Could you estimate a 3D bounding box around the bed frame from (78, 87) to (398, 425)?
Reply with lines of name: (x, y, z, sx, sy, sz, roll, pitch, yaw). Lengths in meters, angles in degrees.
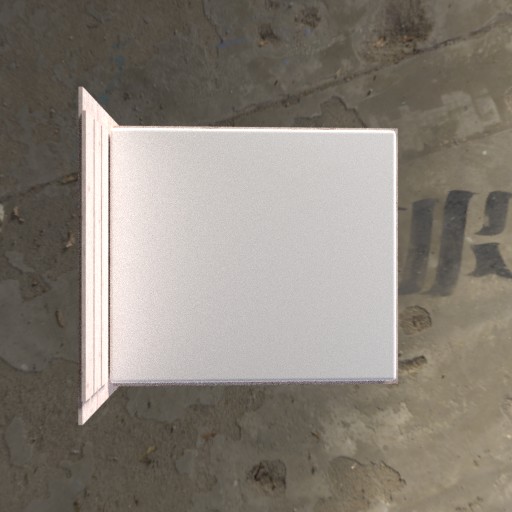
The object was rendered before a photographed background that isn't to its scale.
bed frame: (0.000, 0.000, 3.058, 2.080, 0.970, 1.950, 0, 90, -2)
